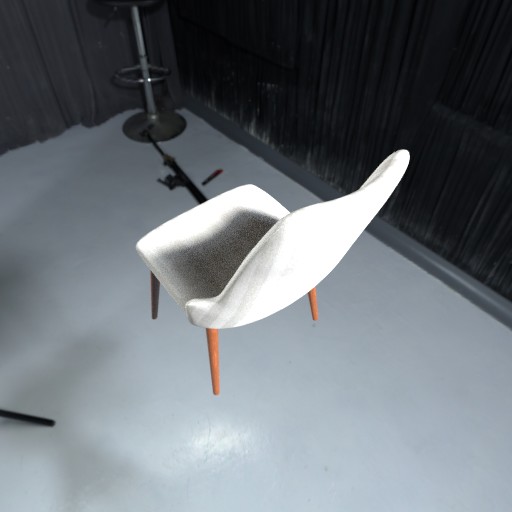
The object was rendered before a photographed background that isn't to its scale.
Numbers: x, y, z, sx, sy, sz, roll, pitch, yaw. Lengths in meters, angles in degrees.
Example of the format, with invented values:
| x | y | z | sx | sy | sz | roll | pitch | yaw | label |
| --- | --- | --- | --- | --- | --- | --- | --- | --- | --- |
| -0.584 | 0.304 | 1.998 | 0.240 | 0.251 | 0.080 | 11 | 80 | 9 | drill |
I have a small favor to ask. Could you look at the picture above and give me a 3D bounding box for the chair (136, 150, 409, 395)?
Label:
| x | y | z | sx | sy | sz | roll | pitch | yaw | label |
| --- | --- | --- | --- | --- | --- | --- | --- | --- | --- |
| 0.000 | 0.000 | 1.315 | 0.526 | 0.917 | 0.684 | -31 | 54 | -26 | chair |
